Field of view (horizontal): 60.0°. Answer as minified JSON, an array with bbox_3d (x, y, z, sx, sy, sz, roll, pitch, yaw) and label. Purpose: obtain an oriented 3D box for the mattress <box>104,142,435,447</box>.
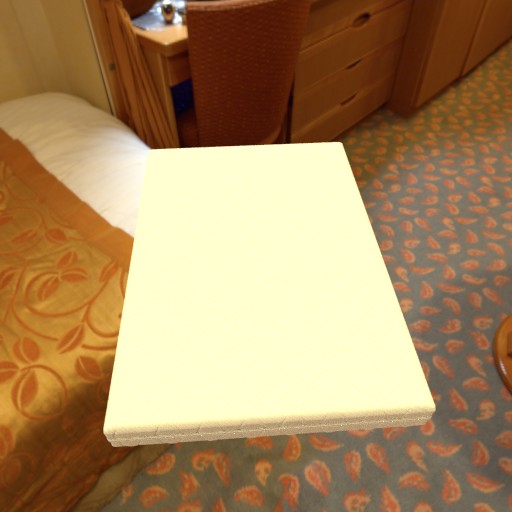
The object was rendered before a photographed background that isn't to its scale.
[{"bbox_3d":[0.000,0.000,2.558,1.400,0.200,2.000,-3,48,-3],"label":"mattress"}]
